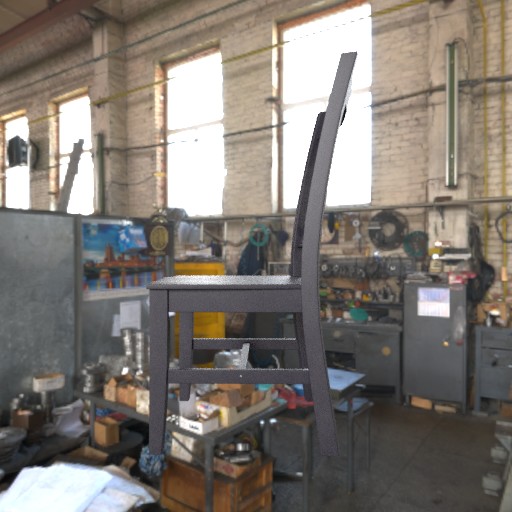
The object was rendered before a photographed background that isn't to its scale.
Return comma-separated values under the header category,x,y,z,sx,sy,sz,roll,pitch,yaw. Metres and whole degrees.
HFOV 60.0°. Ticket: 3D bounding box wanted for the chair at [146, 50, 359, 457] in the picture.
category,x,y,z,sx,sy,sz,roll,pitch,yaw
chair,0.000,0.000,1.306,0.542,0.983,0.485,0,0,1
